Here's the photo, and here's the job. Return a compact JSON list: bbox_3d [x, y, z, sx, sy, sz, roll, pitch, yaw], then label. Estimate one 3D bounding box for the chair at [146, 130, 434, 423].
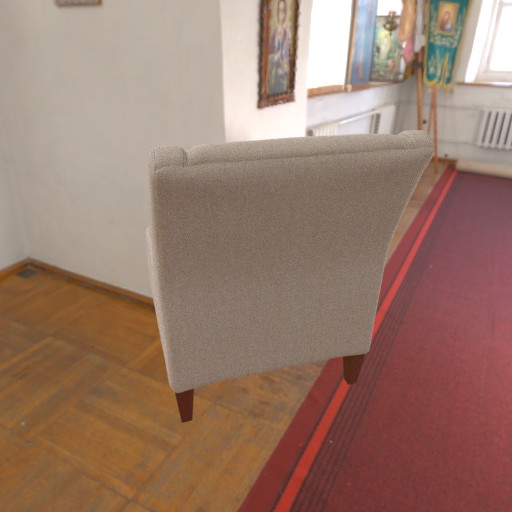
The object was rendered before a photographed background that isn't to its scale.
[{"bbox_3d":[0.000,0.000,1.660,0.774,1.014,0.870,-8,27,-15],"label":"chair"}]
